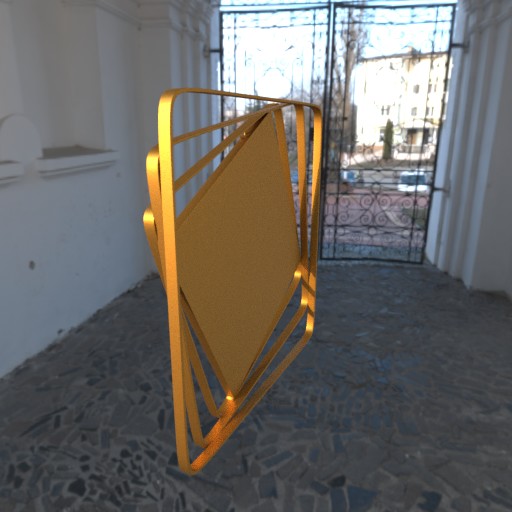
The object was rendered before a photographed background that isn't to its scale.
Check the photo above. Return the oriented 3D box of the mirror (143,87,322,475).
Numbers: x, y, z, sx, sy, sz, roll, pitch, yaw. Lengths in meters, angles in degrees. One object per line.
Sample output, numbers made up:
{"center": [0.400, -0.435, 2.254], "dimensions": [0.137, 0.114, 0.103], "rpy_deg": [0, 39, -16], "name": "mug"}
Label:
{"center": [0.000, 0.000, 0.689], "dimensions": [0.045, 0.468, 0.470], "rpy_deg": [8, 18, 25], "name": "mirror"}
